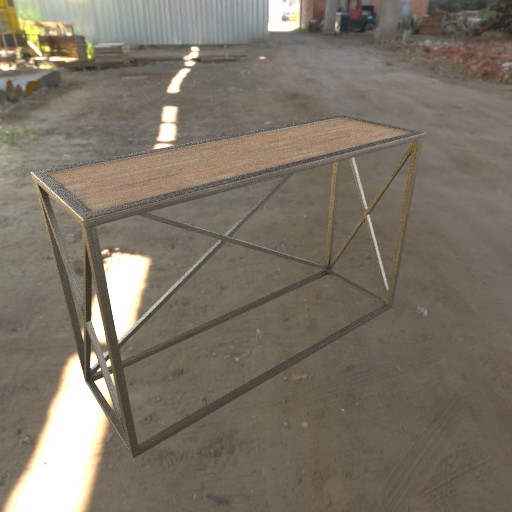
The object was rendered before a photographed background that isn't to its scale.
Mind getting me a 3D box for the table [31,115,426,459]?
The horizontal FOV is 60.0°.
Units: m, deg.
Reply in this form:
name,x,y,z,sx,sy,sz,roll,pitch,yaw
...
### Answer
name,x,y,z,sx,sy,sz,roll,pitch,yaw
table,0.000,0.000,1.554,1.216,0.753,0.402,-21,35,-33
